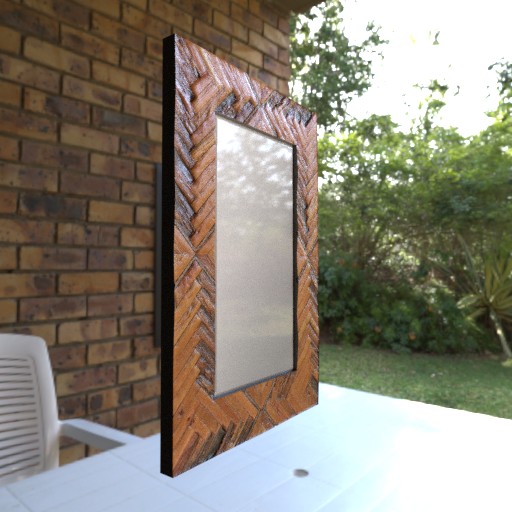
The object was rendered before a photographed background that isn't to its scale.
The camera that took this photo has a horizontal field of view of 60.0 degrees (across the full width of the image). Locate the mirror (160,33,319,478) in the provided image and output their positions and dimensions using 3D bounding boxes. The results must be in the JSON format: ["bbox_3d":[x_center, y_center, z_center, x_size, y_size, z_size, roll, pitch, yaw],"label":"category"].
[{"bbox_3d":[0.000,0.000,1.160,0.044,0.912,0.606,-1,-2,37],"label":"mirror"}]
